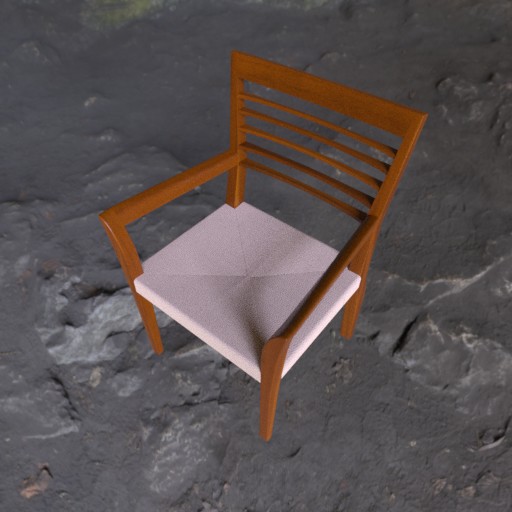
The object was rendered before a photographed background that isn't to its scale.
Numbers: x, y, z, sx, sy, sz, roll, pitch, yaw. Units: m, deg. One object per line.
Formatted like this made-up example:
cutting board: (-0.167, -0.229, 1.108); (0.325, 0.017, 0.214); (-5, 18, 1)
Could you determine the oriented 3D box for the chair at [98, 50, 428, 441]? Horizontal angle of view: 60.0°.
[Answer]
chair: (0.000, 0.000, 1.258); (0.587, 0.855, 0.540); (30, 53, 26)
